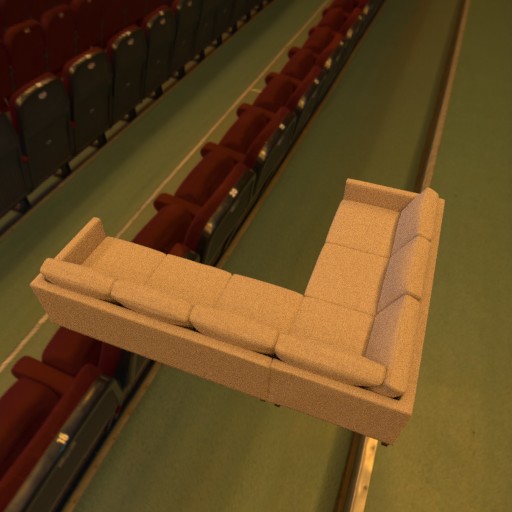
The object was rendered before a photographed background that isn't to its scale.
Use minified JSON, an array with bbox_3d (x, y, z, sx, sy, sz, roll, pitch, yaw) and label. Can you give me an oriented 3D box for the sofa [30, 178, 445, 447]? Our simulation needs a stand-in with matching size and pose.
[{"bbox_3d":[0.000,0.000,4.289,3.182,0.863,2.432,16,49,14],"label":"sofa"}]
